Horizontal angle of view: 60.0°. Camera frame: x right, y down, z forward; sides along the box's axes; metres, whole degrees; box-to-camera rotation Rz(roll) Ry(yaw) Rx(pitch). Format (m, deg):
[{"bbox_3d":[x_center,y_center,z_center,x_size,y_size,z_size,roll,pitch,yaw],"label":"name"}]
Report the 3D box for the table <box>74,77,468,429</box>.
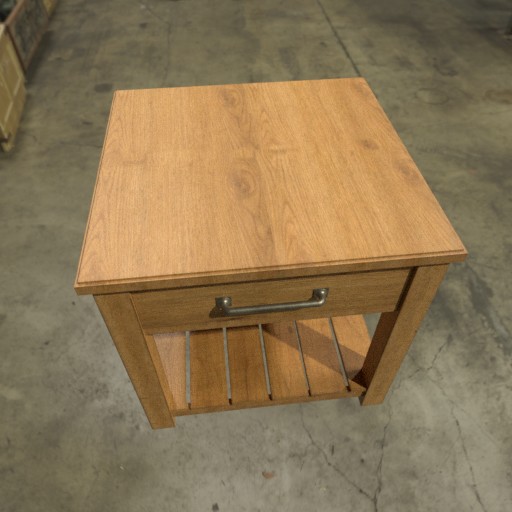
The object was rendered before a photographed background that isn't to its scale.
[{"bbox_3d":[0.000,0.000,1.100,0.616,0.593,0.612,-5,48,-4],"label":"table"}]
